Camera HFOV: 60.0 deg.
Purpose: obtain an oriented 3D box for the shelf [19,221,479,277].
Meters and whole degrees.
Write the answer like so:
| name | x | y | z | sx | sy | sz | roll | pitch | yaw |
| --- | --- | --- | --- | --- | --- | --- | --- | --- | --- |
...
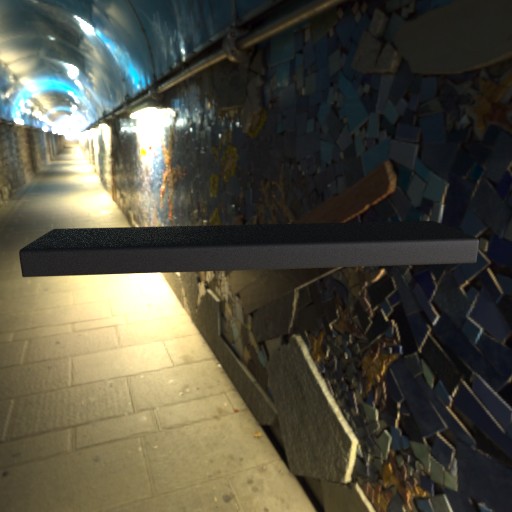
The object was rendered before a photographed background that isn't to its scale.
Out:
| name | x | y | z | sx | sy | sz | roll | pitch | yaw |
| --- | --- | --- | --- | --- | --- | --- | --- | --- | --- |
| shelf | 0.000 | 0.000 | 0.491 | 0.456 | 0.053 | 0.102 | -2 | 15 | -6 |
